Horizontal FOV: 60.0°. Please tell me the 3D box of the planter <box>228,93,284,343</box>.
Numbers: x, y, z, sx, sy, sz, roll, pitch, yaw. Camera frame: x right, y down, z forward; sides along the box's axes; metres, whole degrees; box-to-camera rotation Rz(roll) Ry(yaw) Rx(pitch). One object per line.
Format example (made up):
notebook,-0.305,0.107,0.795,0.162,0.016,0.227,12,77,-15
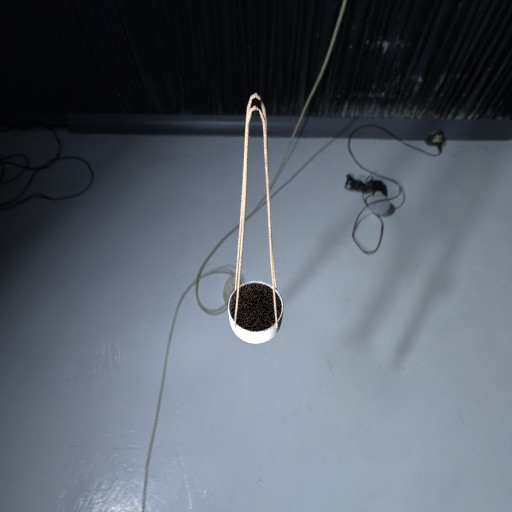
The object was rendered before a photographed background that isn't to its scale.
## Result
planter,0.000,0.000,0.906,0.146,0.841,0.146,0,63,0
